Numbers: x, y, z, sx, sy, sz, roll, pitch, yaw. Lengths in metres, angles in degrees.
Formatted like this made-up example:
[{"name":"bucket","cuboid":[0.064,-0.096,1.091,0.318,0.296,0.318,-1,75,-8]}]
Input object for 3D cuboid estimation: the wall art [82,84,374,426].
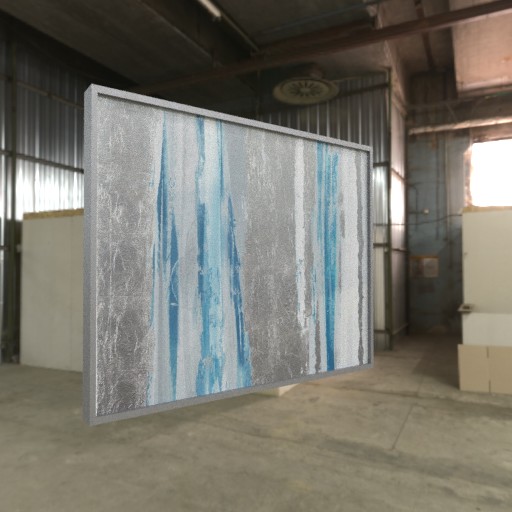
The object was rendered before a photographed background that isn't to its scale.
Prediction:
[{"name":"wall art","cuboid":[0.000,0.000,0.758,0.557,0.450,0.037,1,-1,-35]}]
